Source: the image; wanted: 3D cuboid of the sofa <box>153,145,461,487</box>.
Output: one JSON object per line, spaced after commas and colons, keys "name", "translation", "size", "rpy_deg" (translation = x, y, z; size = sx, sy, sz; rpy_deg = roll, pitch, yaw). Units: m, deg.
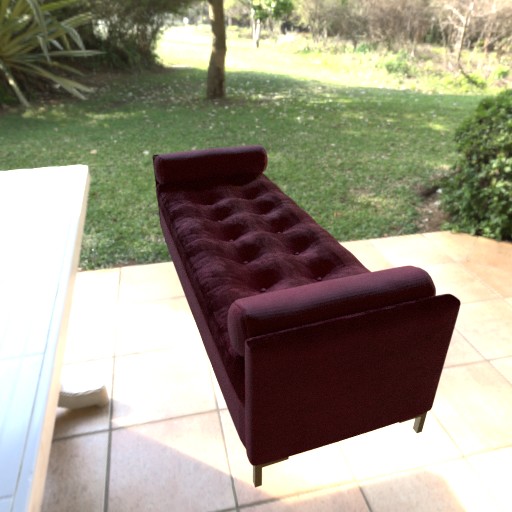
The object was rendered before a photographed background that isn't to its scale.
{"name": "sofa", "translation": [0.000, 0.000, 2.397], "size": [0.796, 0.705, 2.102], "rpy_deg": [-10, 31, -17]}
